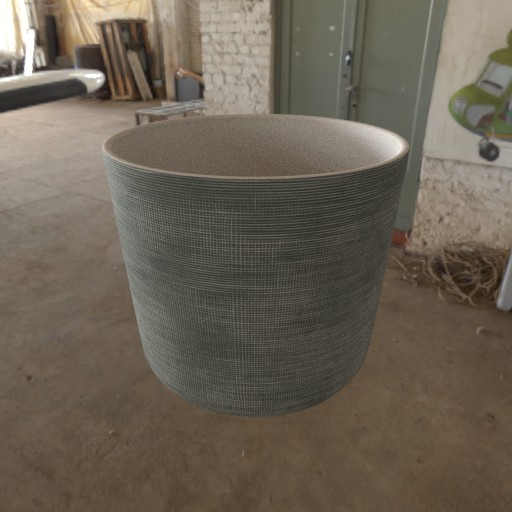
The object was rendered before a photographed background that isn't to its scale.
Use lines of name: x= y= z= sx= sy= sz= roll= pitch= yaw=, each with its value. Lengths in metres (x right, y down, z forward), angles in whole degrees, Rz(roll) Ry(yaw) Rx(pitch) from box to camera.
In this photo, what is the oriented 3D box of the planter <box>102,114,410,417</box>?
planter: x=0.000 y=0.000 z=0.751 sx=0.440 sy=0.398 sz=0.440 roll=0 pitch=26 yaw=0
